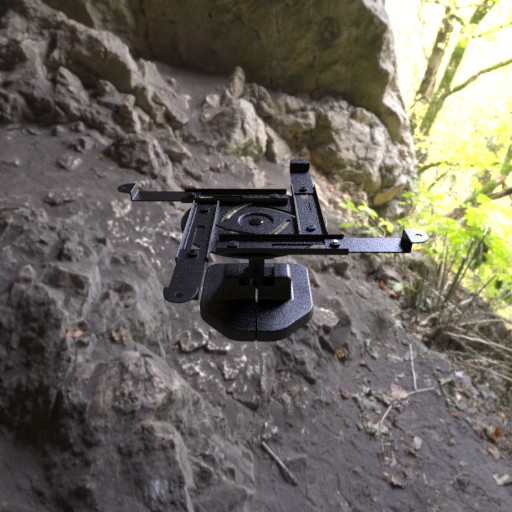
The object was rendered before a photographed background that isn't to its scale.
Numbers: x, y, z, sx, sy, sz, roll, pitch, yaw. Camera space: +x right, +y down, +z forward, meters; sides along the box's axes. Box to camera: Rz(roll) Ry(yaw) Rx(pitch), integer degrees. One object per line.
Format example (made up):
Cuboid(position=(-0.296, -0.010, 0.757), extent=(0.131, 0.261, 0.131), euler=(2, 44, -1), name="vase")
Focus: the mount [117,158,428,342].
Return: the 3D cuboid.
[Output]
Cuboid(position=(0.000, 0.000, 0.604), extent=(0.394, 0.141, 0.394), euler=(0, 31, 0), name="mount")
